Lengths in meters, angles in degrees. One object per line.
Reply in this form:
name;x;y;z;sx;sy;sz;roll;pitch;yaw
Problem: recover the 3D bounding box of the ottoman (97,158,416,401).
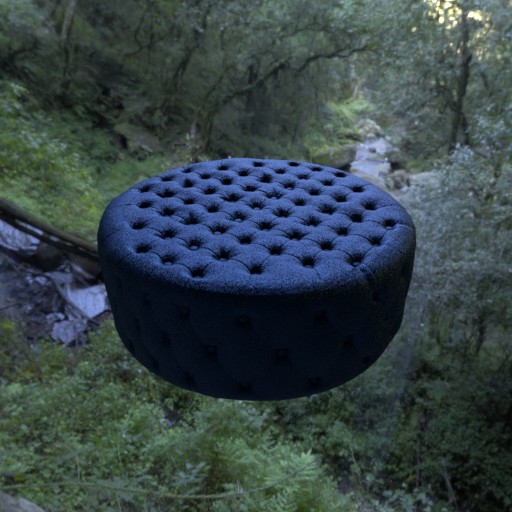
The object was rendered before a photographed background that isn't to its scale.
ottoman;0.000;0.000;1.495;0.998;0.398;0.998;0;31;0
